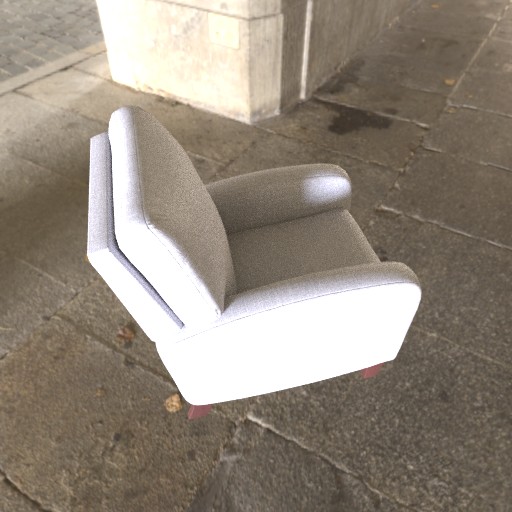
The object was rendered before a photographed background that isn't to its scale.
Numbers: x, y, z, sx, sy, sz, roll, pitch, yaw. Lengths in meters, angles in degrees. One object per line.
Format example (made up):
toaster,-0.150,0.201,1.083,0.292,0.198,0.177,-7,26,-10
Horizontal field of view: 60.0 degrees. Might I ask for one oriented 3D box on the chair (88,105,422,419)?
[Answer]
chair,0.000,0.000,1.644,0.990,0.990,0.762,-10,46,-10
